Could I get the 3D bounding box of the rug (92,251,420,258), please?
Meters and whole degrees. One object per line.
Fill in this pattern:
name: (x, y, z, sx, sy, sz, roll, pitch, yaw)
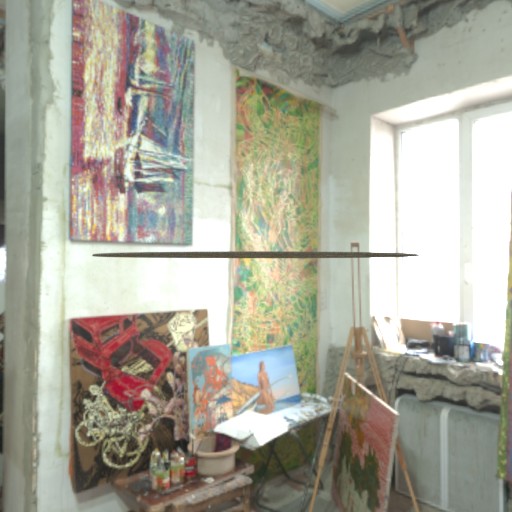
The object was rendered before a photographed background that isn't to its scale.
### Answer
rug: (0.000, 0.000, 3.436, 2.382, 0.014, 2.382, 0, -1, 0)
